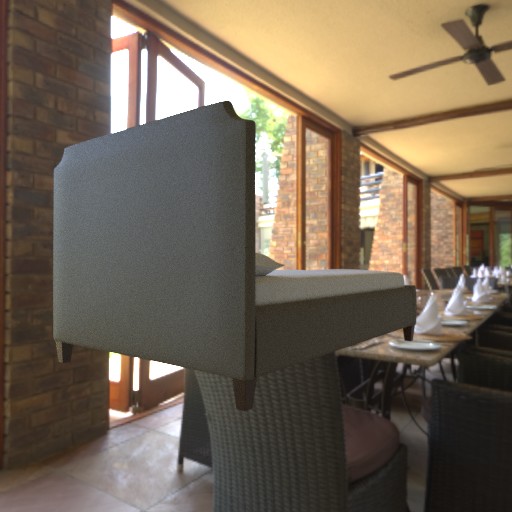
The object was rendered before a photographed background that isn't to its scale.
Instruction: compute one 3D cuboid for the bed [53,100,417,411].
[{"bbox_3d":[0.000,0.000,3.402,1.712,1.443,2.372,-1,-1,38],"label":"bed"}]
